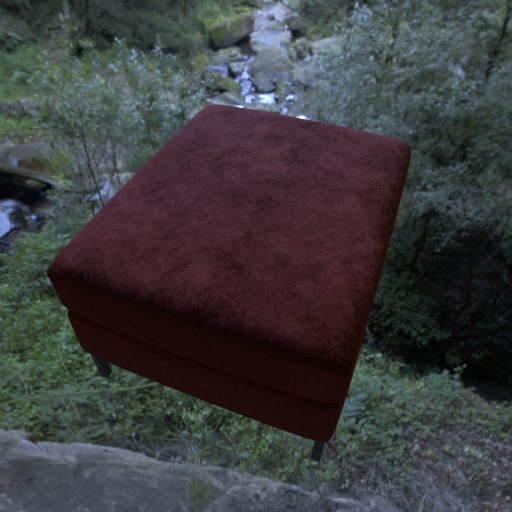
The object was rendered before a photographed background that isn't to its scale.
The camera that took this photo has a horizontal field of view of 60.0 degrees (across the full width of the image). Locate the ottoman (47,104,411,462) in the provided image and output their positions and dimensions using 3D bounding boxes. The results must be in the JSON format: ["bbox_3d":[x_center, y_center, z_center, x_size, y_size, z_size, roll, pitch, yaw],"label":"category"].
[{"bbox_3d":[0.000,0.000,1.194,0.650,0.462,0.782,16,48,15],"label":"ottoman"}]
